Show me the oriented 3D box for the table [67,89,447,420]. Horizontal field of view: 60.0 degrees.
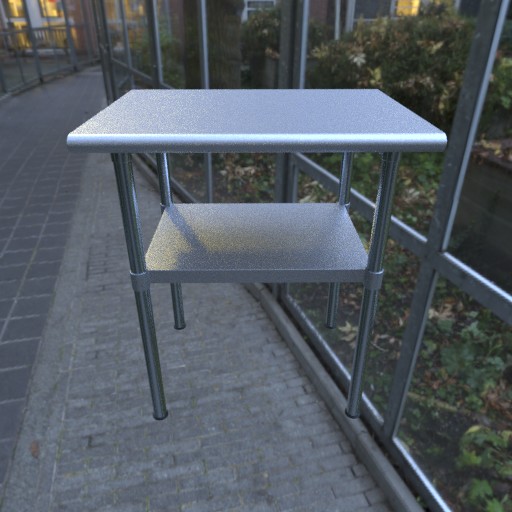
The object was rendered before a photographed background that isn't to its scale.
[{"bbox_3d":[0.000,0.000,1.349,0.762,0.876,0.584,0,29,-1],"label":"table"}]
